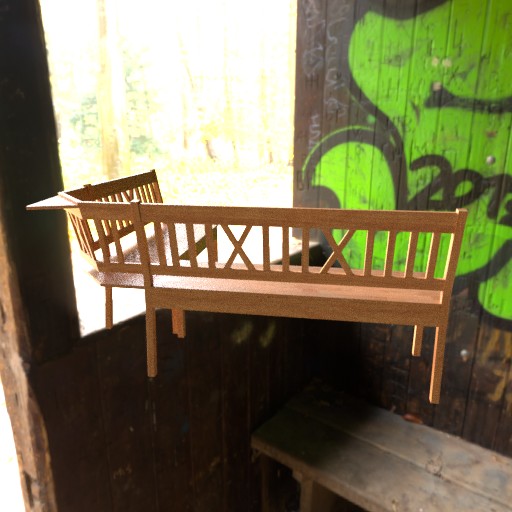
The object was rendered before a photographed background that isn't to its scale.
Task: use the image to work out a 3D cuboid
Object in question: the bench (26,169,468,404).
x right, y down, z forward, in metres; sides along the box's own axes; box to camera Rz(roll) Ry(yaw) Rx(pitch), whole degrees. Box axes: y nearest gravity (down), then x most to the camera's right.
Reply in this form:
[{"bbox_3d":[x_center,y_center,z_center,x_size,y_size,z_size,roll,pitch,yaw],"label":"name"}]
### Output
[{"bbox_3d":[0.000,0.000,2.735,1.937,0.902,1.537,3,16,9],"label":"bench"}]
